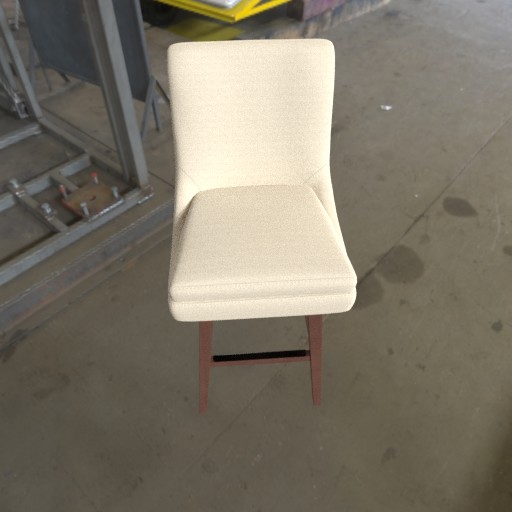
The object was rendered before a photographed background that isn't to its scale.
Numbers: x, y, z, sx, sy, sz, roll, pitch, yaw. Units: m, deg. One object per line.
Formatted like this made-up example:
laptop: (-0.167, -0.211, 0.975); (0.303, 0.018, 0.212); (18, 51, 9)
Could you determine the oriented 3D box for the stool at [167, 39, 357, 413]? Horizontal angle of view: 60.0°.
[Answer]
stool: (0.000, 0.000, 1.370); (0.483, 1.093, 0.559); (-3, 46, -3)
